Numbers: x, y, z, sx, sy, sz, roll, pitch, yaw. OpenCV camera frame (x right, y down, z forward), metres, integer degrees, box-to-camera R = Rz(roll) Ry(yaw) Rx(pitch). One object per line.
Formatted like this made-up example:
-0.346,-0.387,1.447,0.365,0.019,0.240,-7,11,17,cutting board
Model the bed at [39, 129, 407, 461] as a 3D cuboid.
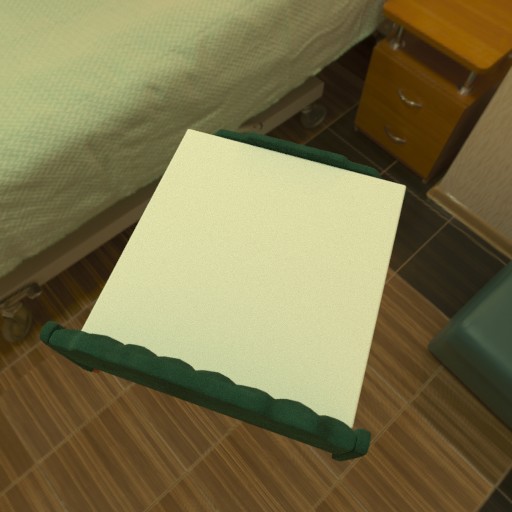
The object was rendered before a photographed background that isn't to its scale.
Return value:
0.000,0.000,3.439,2.074,1.245,2.340,17,64,8,bed
